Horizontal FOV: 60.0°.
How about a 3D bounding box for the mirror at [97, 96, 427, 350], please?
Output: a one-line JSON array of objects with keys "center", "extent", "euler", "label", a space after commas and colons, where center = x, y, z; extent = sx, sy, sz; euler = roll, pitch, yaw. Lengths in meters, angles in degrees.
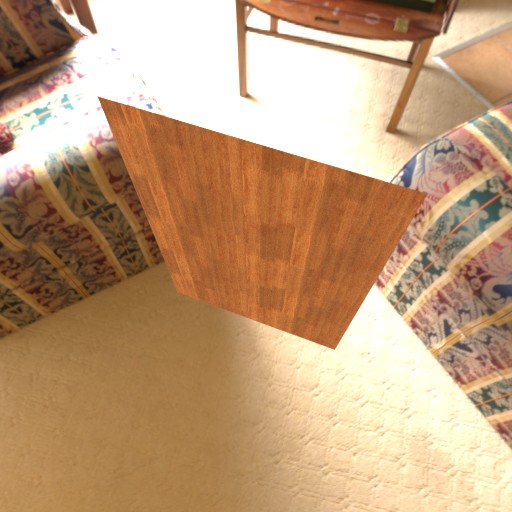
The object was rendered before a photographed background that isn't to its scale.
[{"center": [0.000, 0.000, 1.276], "extent": [0.651, 1.010, 0.047], "euler": [19, 64, 9], "label": "mirror"}]
